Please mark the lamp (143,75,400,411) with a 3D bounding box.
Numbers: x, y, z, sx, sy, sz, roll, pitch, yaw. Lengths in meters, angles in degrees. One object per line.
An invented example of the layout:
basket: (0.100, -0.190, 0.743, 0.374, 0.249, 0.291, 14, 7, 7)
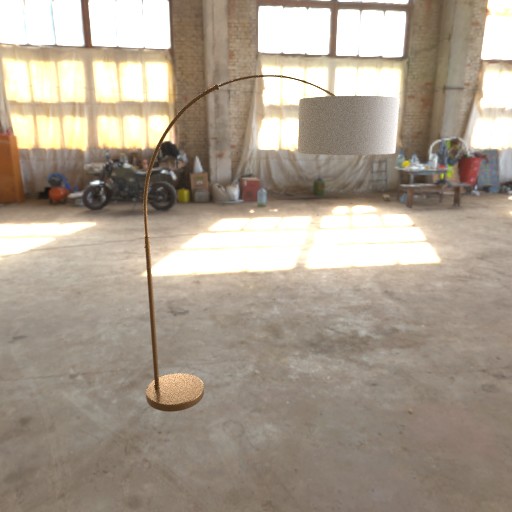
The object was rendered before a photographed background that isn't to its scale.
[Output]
lamp: (0.000, 0.000, 2.533, 1.434, 1.927, 0.493, 3, 16, 10)
